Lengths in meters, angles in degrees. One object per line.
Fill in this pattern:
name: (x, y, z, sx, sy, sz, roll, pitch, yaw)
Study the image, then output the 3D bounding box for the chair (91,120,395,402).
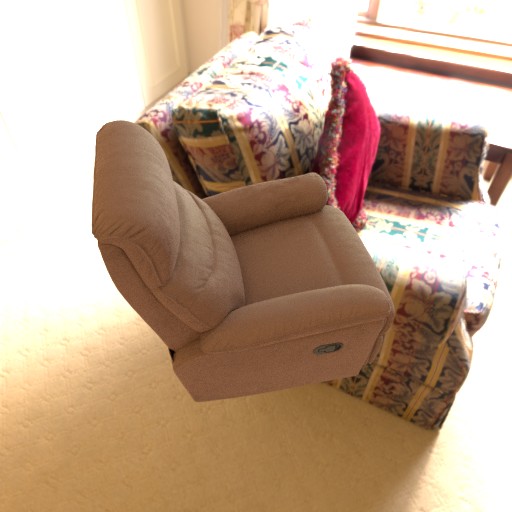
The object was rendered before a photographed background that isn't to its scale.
chair: (0.000, 0.000, 1.753, 1.004, 1.037, 0.820, -9, 47, -9)
